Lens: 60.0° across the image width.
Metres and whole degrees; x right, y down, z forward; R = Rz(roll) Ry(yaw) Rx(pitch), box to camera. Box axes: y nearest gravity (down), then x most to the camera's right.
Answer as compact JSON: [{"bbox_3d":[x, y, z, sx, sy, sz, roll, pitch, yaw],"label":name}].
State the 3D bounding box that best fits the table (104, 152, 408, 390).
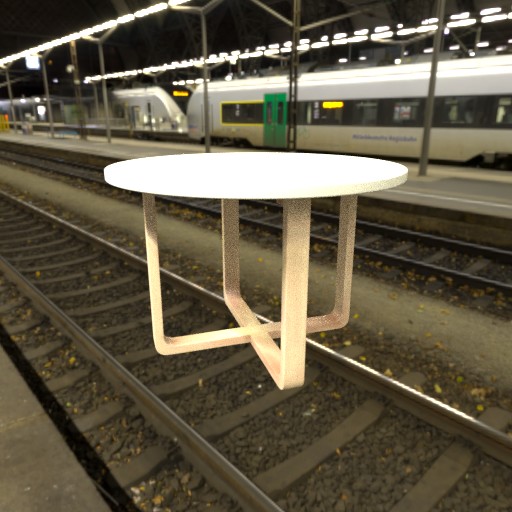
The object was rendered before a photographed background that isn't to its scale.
[{"bbox_3d":[0.000,0.000,0.981,0.600,0.400,0.600,0,18,0],"label":"table"}]
